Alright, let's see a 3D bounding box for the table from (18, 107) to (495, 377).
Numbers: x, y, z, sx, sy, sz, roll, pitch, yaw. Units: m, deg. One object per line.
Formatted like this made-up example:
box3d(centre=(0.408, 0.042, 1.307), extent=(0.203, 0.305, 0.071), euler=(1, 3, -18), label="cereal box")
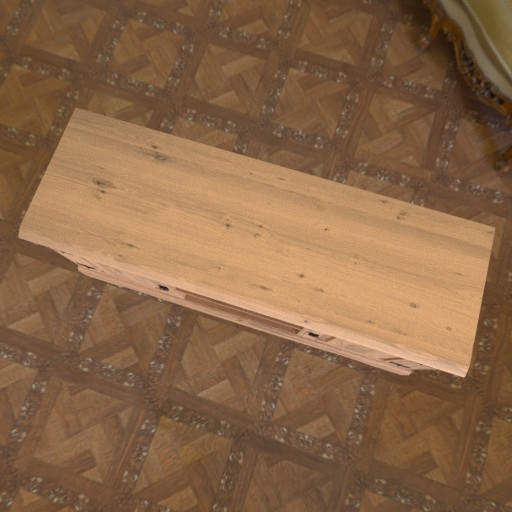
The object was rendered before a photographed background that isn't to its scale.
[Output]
box3d(centre=(0.000, 0.000, 1.414), extent=(1.200, 0.510, 0.400), euler=(17, 76, 4), label="table")
